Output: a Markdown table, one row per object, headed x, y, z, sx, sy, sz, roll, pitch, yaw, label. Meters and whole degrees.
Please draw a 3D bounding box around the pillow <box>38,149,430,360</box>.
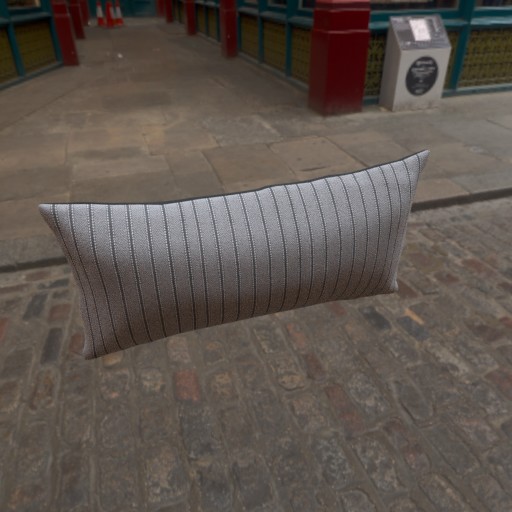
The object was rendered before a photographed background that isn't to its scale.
| x | y | z | sx | sy | sz | roll | pitch | yaw | label |
| --- | --- | --- | --- | --- | --- | --- | --- | --- | --- |
| 0.000 | 0.000 | 0.742 | 0.609 | 0.305 | 0.151 | -10 | 34 | -15 | pillow |
